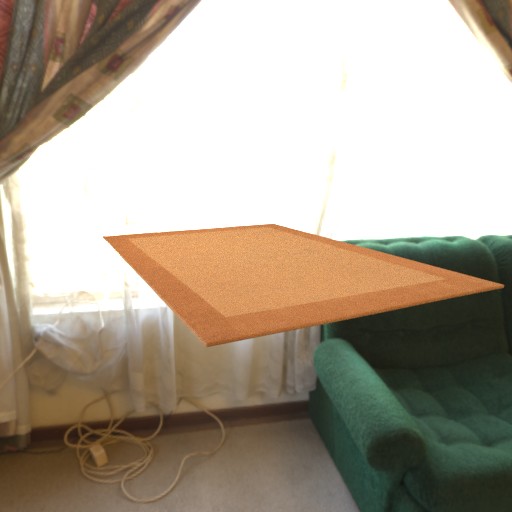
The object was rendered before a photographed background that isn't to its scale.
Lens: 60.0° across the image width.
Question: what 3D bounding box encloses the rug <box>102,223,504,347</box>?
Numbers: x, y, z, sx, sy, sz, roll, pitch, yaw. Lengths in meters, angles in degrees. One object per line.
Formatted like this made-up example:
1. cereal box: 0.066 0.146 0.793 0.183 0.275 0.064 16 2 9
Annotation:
1. rug: 0.000 0.000 2.234 1.219 0.014 1.829 -6 14 -26
